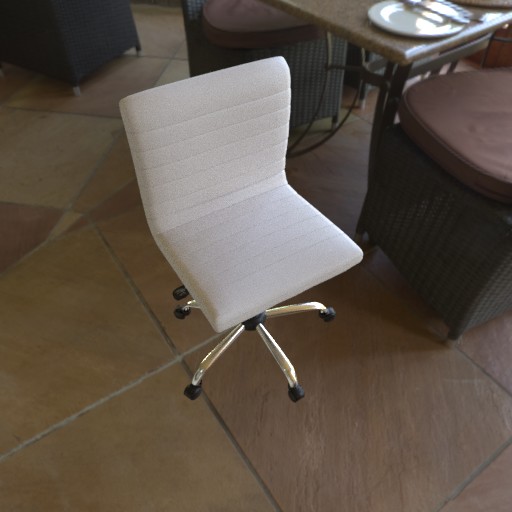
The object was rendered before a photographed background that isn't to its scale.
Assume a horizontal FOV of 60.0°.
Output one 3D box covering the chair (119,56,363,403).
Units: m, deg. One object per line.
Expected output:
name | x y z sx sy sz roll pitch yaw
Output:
chair | 0.000 0.000 1.058 0.520 0.750 0.455 -24 51 -21
